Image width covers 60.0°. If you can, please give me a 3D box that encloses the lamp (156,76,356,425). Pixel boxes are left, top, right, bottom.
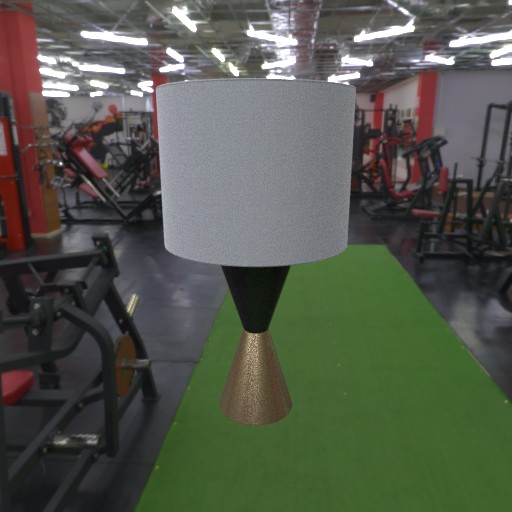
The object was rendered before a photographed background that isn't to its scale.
[{"bbox_3d":[0.000,0.000,0.759,0.304,0.573,0.304,2,15,7],"label":"lamp"}]
